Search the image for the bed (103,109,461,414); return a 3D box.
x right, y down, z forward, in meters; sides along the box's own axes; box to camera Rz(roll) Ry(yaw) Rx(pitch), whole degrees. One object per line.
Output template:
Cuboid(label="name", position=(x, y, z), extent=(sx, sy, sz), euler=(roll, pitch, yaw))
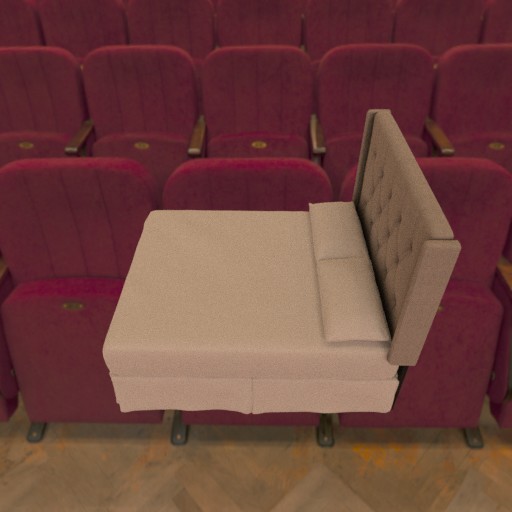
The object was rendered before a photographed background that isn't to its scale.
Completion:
Cuboid(label="bed", position=(0.000, 0.000, 3.368), extent=(2.066, 1.665, 1.719), euler=(1, 41, 1))
